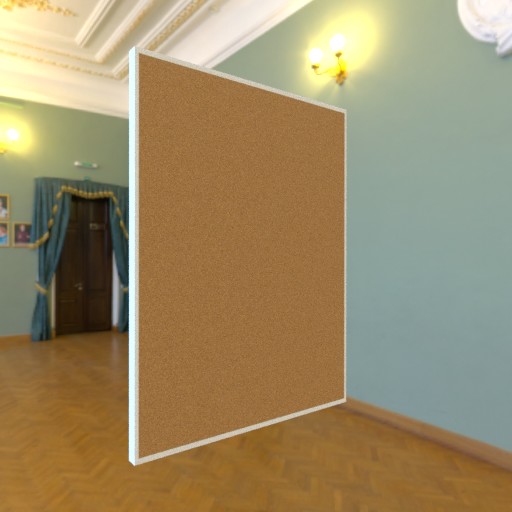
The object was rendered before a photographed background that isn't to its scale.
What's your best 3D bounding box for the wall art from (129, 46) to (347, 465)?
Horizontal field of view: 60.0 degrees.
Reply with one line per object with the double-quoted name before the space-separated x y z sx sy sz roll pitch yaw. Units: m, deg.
"wall art" 0.000 0.000 1.365 0.795 1.050 0.039 0 0 -38
